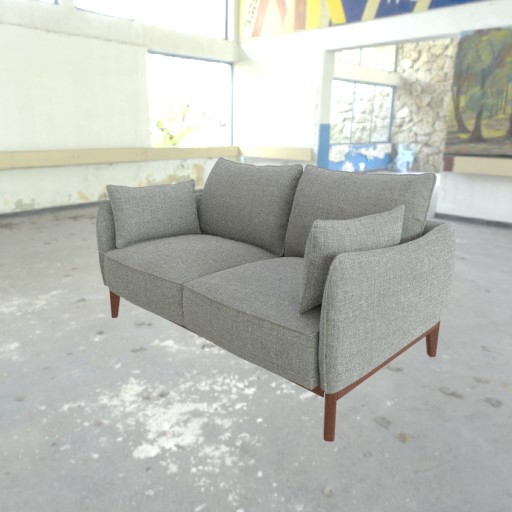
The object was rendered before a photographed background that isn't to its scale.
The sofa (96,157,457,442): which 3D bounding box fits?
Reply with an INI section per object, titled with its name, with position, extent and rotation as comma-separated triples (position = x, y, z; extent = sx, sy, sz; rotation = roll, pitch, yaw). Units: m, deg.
[sofa]
position = 0.000, 0.000, 2.150
extent = 1.580, 0.851, 0.972
rotation = 15, 22, 42
